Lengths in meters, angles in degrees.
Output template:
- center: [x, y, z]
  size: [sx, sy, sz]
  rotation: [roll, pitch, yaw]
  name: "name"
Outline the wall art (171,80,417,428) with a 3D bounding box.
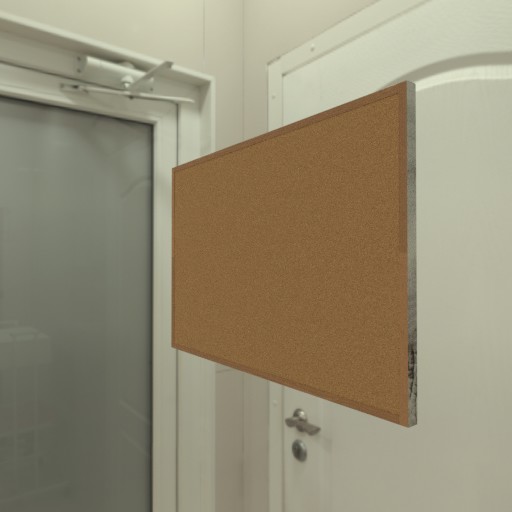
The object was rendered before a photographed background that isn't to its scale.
- center: [0.000, 0.000, 1.431]
  size: [0.035, 0.758, 1.141]
  rotation: [1, -1, -37]
  name: "wall art"
